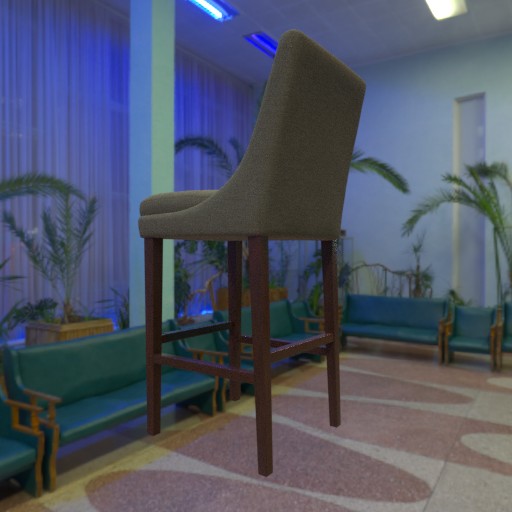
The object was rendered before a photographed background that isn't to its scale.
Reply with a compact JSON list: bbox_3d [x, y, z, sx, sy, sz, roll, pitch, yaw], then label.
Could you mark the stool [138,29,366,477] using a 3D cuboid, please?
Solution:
[{"bbox_3d":[0.000,0.000,1.354,0.577,1.078,0.470,0,0,36],"label":"stool"}]
